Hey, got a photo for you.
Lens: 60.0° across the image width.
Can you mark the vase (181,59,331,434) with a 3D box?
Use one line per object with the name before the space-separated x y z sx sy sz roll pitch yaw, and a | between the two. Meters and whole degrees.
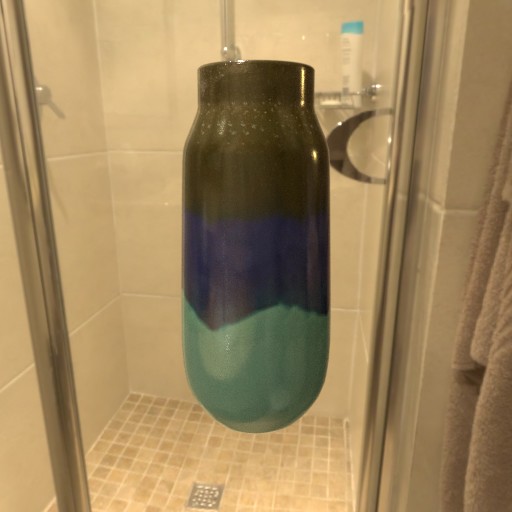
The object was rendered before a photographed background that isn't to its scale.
vase | 0.000 0.000 0.396 0.139 0.313 0.139 0 17 0
